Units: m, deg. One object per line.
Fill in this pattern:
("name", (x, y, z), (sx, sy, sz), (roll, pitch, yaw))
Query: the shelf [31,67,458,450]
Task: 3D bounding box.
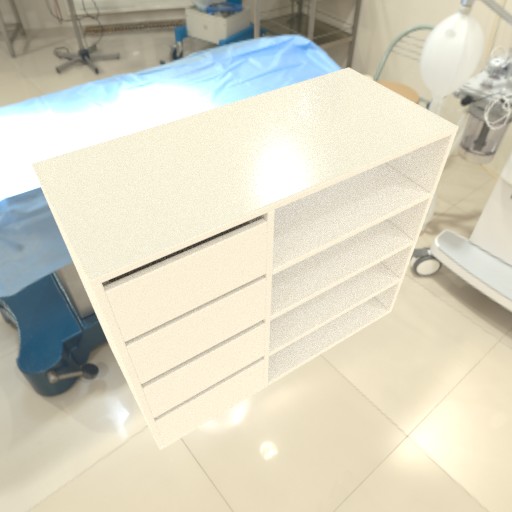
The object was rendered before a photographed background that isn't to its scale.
("shelf", (0.000, 0.000, 1.265), (0.895, 0.732, 0.396), (-25, 51, -22))
